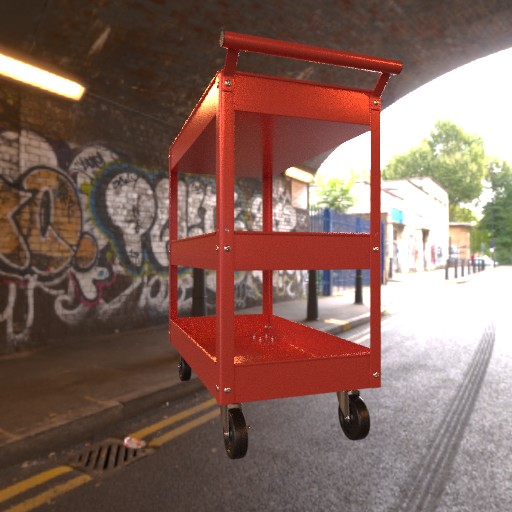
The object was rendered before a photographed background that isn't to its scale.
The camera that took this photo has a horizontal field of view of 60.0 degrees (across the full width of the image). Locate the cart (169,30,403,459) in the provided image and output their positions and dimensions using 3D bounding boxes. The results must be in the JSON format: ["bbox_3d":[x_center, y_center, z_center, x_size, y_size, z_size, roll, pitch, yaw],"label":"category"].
[{"bbox_3d":[0.000,0.000,1.155,0.366,0.780,0.719,0,0,-19],"label":"cart"}]
